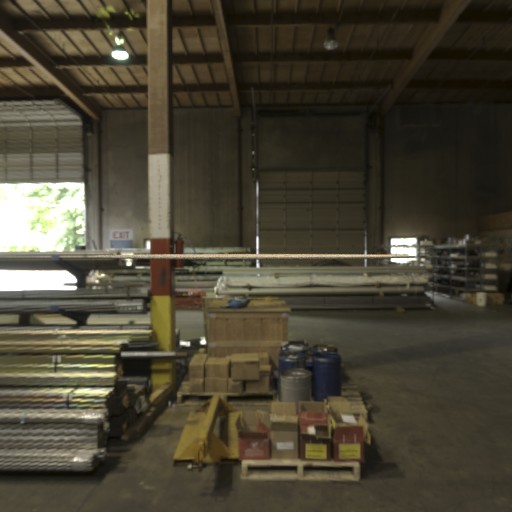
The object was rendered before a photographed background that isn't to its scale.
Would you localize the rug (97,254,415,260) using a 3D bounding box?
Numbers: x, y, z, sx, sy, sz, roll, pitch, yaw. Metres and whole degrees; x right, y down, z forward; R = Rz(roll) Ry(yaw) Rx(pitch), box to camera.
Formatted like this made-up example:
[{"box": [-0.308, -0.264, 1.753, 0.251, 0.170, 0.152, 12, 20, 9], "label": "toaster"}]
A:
[{"box": [0.000, 0.000, 2.369, 1.598, 0.010, 1.598, 0, 1, 0], "label": "rug"}]
